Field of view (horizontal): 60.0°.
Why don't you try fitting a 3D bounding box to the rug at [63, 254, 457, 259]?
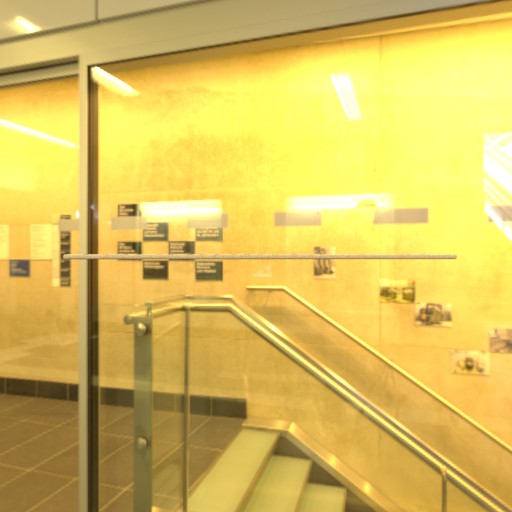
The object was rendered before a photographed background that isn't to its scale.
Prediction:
[{"bbox_3d":[0.000,0.000,2.283,1.222,0.015,1.828,0,0,-1],"label":"rug"}]
